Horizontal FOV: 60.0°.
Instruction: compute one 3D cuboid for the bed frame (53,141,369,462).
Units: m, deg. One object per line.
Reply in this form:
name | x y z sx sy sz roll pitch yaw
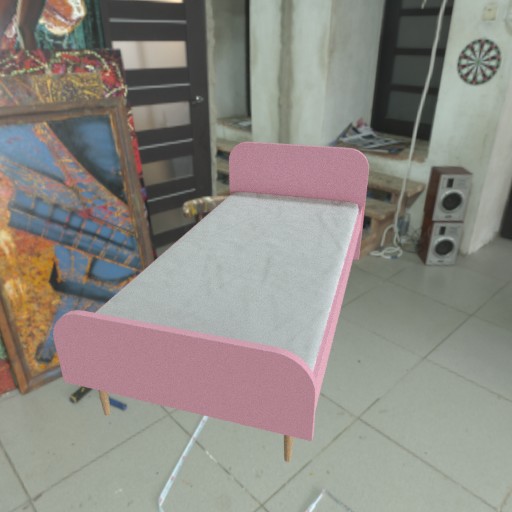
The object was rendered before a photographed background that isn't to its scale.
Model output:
bed frame | 0.000 0.000 2.403 0.998 0.805 1.963 8 27 15
